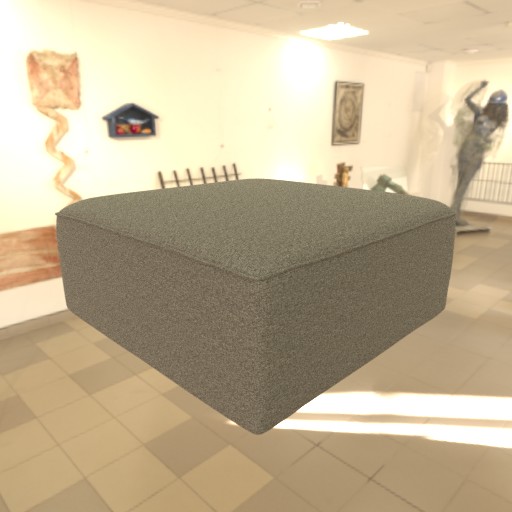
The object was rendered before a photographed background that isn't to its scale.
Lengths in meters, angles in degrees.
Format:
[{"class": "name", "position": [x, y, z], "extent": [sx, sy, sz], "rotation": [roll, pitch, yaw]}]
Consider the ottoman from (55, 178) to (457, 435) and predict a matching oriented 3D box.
[{"class": "ottoman", "position": [0.000, 0.000, 1.582], "extent": [1.015, 0.464, 1.005], "rotation": [16, 23, 43]}]
